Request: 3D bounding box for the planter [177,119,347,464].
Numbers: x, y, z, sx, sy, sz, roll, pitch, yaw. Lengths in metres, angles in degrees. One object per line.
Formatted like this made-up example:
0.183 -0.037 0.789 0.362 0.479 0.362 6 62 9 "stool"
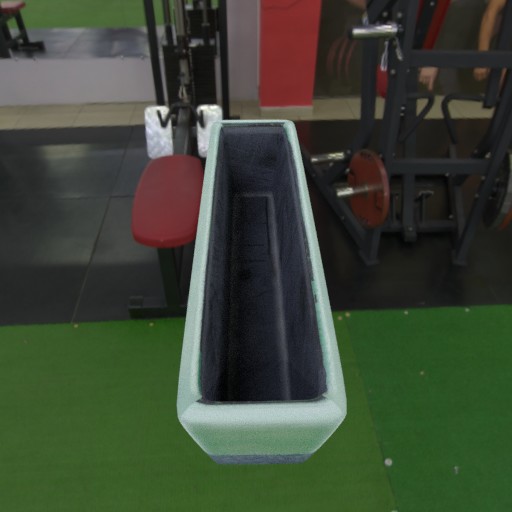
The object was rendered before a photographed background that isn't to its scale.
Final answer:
0.000 0.000 0.301 0.072 0.072 0.275 -1 42 -1 "planter"
